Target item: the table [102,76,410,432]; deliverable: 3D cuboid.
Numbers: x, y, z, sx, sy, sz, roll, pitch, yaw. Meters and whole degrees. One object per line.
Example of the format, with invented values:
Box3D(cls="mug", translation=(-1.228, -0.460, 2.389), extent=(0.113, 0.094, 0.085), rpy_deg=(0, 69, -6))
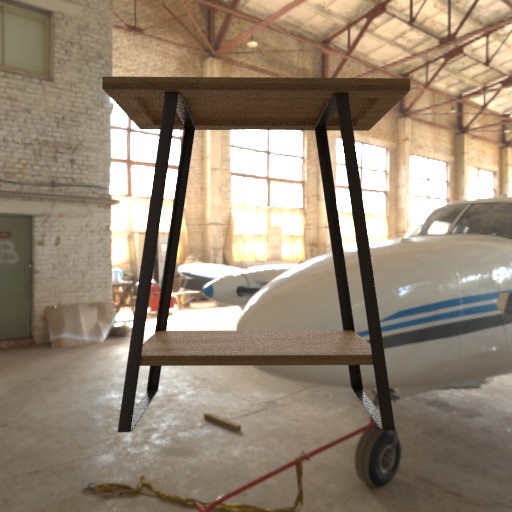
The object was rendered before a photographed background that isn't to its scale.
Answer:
Box3D(cls="table", translation=(0.000, 0.000, 1.017), extent=(0.599, 0.701, 0.300), rpy_deg=(0, 1, -1))
